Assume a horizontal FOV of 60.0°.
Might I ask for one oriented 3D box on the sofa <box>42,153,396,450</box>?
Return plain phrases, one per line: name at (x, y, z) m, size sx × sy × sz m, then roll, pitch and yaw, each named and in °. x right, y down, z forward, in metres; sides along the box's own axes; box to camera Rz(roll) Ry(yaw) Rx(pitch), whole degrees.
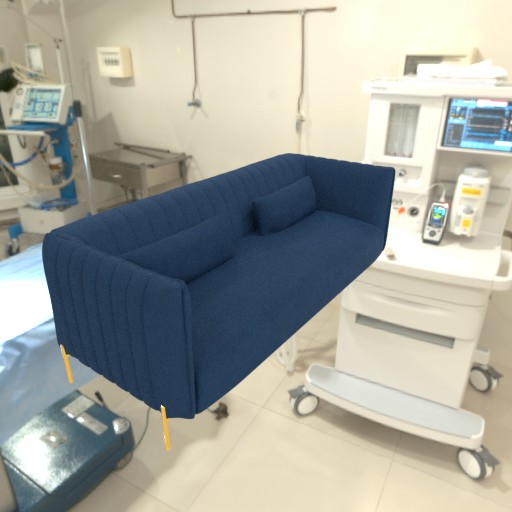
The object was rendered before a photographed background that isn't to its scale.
sofa at (0.000, 0.000, 2.598) m, size 0.896 × 0.793 × 2.136 m, roll 17°, pitch 30°, yaw 32°
